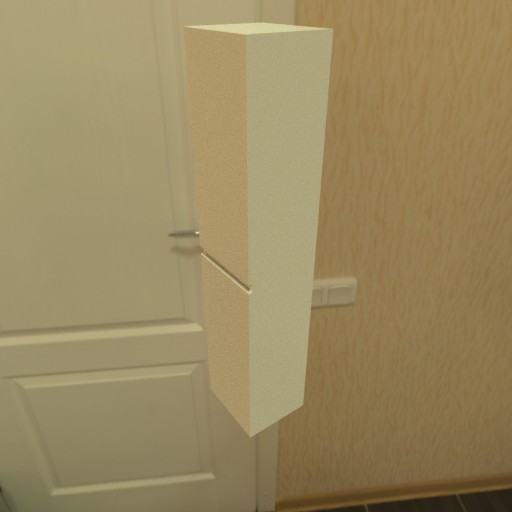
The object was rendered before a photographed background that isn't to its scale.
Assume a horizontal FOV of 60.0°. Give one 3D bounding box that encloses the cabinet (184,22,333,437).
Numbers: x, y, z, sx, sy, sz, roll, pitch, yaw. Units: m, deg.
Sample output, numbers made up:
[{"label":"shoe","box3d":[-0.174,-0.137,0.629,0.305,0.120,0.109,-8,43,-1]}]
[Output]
[{"label":"cabinet","box3d":[0.000,0.000,1.525,0.269,1.400,0.300,-20,37,-30]}]
